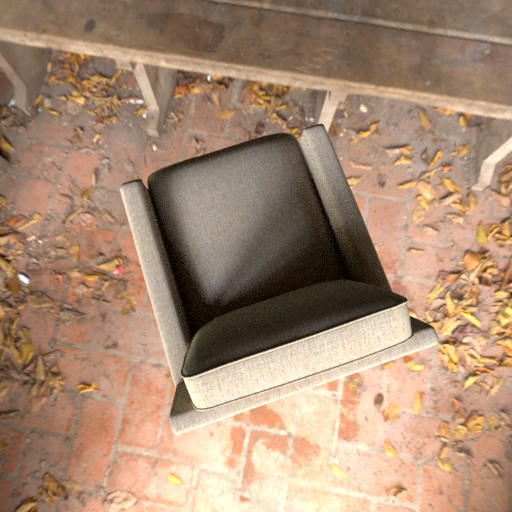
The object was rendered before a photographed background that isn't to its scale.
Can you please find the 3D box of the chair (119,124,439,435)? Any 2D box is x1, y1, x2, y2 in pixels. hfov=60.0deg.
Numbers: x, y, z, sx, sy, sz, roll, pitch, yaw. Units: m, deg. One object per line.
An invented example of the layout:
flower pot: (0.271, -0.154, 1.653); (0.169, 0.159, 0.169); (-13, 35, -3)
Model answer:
chair: (0.000, 0.000, 1.741); (0.853, 0.943, 1.014); (-18, 77, -4)
